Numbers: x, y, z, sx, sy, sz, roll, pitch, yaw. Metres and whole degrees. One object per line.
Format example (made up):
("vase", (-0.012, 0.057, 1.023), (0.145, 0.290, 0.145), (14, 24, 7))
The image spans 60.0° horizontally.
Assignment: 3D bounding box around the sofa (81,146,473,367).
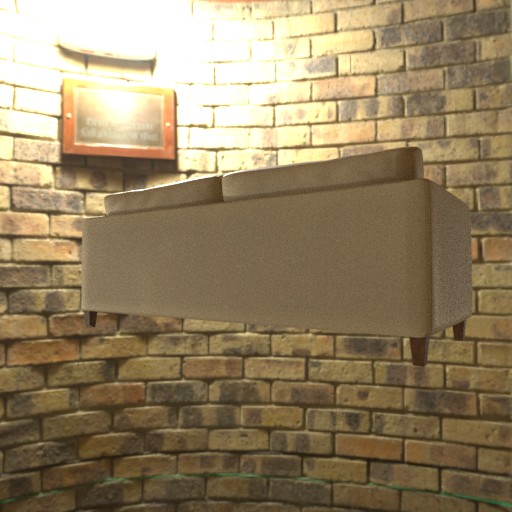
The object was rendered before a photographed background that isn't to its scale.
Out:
("sofa", (0.000, 0.000, 2.802), (2.361, 0.968, 0.951), (-2, -3, 35))
